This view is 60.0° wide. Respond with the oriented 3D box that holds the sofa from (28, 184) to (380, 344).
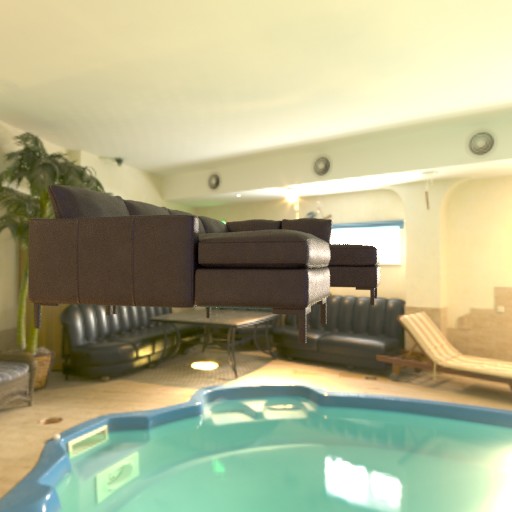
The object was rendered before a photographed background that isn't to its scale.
[{"bbox_3d":[0.000,0.000,3.750,1.939,0.900,2.956,0,-1,18],"label":"sofa"}]
